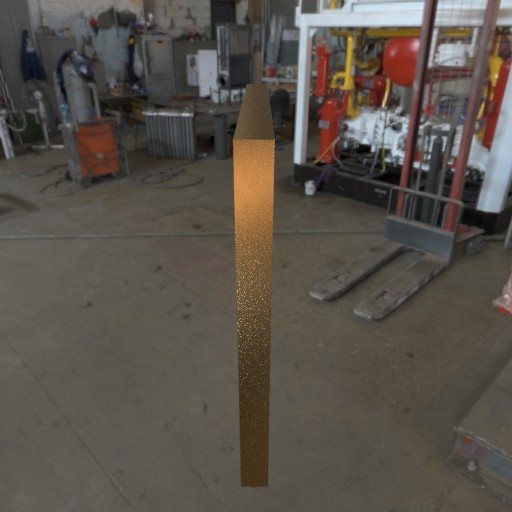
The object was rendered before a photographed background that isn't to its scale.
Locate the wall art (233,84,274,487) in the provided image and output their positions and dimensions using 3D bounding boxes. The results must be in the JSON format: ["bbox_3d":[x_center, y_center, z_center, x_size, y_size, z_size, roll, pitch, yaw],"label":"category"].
[{"bbox_3d":[0.000,0.000,0.769,0.040,0.509,0.509,0,27,0],"label":"wall art"}]
